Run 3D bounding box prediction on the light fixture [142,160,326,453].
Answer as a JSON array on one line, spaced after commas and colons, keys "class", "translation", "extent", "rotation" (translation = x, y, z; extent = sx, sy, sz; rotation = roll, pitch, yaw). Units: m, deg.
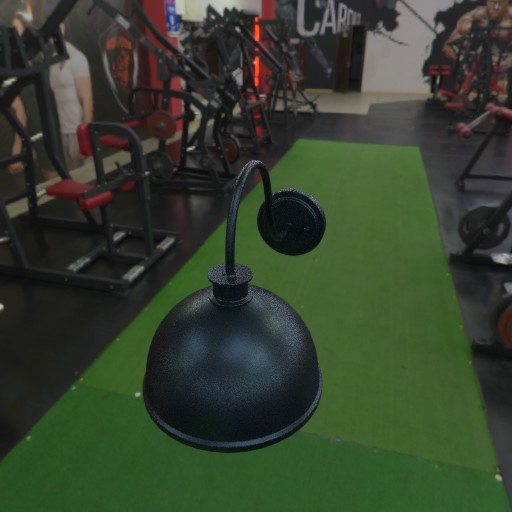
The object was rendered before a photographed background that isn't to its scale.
[{"class": "light fixture", "translation": [0.000, 0.000, 0.663], "extent": [0.253, 0.295, 0.467], "rotation": [8, 27, 16]}]
